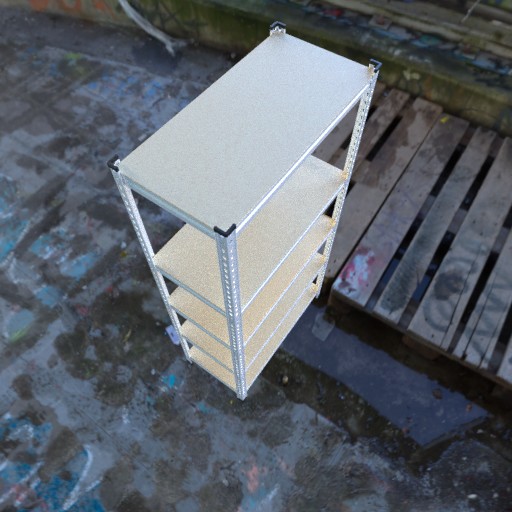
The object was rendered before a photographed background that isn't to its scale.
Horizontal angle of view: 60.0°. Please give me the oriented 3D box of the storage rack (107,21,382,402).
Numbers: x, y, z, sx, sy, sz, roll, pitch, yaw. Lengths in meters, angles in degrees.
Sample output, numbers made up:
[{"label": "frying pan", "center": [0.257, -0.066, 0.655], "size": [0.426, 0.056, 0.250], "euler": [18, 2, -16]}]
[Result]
[{"label": "storage rack", "center": [0.000, 0.000, 2.227], "size": [0.457, 1.829, 0.914], "euler": [31, 63, 18]}]
